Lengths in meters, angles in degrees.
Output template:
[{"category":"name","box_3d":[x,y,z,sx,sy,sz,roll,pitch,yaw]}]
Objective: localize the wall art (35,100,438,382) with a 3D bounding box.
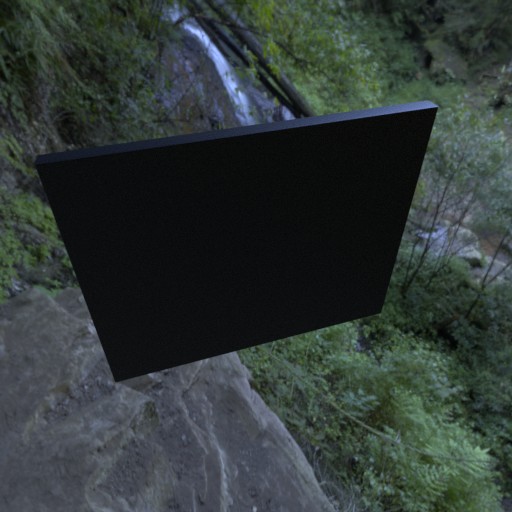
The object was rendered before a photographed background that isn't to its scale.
[{"category":"wall art","box_3d":[0.000,0.000,0.747,0.558,0.457,0.031,-12,43,-13]}]
